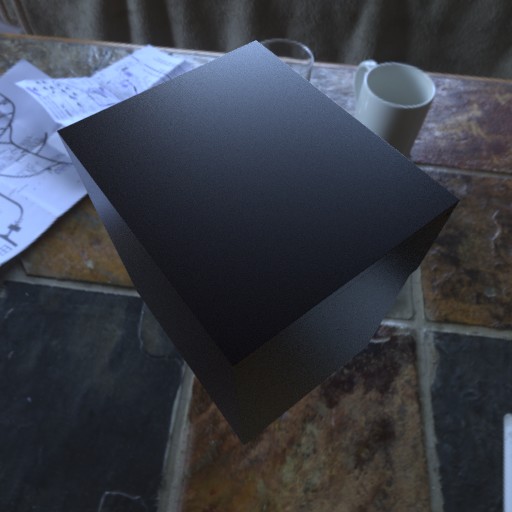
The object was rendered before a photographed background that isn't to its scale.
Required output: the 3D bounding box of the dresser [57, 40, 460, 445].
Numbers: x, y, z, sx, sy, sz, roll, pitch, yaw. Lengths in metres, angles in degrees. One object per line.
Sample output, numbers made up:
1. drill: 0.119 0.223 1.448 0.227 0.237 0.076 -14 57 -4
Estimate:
1. dresser: 0.000 0.000 0.761 0.360 0.470 0.400 -33 64 -19
